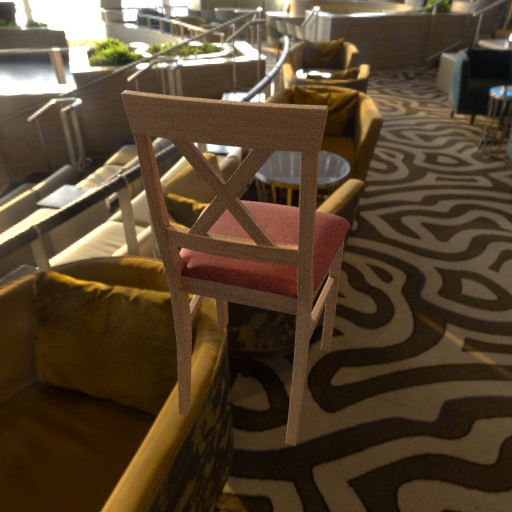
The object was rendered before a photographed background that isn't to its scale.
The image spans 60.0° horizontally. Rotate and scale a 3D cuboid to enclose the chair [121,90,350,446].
[{"bbox_3d":[0.000,0.000,1.178,0.439,0.912,0.492,10,34,15],"label":"chair"}]
